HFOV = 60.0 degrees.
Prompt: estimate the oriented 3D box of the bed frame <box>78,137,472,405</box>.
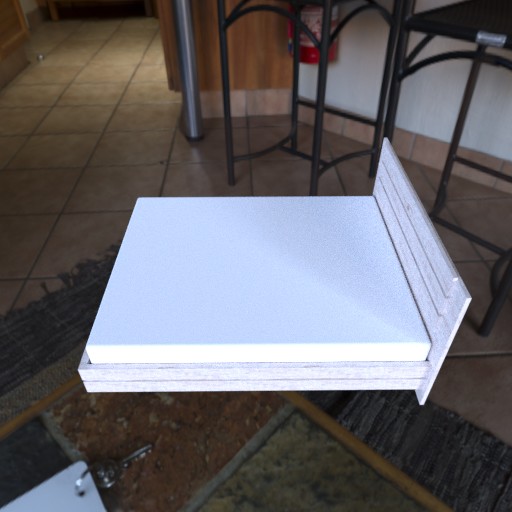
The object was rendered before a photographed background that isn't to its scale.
[{"bbox_3d":[0.000,0.000,3.116,2.080,0.970,1.750,0,40,0],"label":"bed frame"}]
